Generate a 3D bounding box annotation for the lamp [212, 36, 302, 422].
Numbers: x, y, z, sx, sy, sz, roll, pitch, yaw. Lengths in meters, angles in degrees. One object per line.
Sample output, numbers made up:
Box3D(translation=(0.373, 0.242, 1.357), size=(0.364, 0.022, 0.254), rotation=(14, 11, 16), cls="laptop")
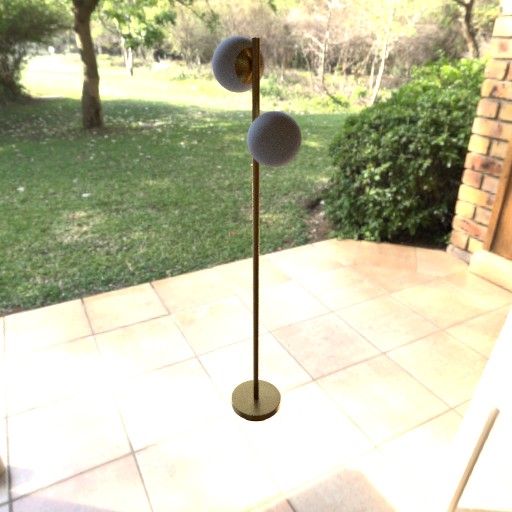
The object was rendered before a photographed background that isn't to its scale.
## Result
Box3D(translation=(0.000, 0.000, 1.846), size=(0.249, 1.641, 0.419), rotation=(-17, 31, -30), cls="lamp")
